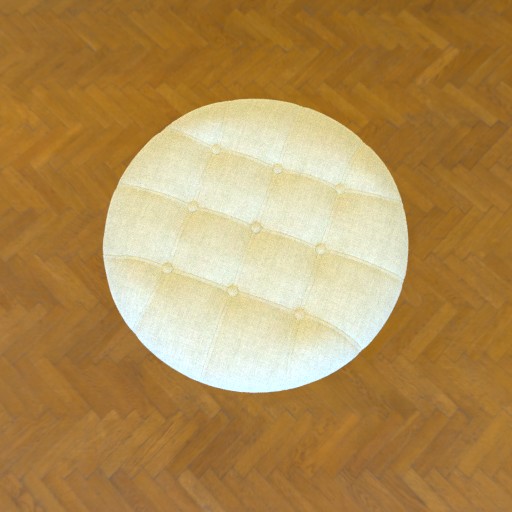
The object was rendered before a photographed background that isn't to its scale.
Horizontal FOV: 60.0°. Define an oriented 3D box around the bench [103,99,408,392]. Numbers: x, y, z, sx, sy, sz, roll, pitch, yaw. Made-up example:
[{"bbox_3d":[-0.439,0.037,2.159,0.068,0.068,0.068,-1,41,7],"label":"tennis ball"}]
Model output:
[{"bbox_3d":[0.000,0.000,1.036,0.600,0.453,0.600,0,75,0],"label":"bench"}]
